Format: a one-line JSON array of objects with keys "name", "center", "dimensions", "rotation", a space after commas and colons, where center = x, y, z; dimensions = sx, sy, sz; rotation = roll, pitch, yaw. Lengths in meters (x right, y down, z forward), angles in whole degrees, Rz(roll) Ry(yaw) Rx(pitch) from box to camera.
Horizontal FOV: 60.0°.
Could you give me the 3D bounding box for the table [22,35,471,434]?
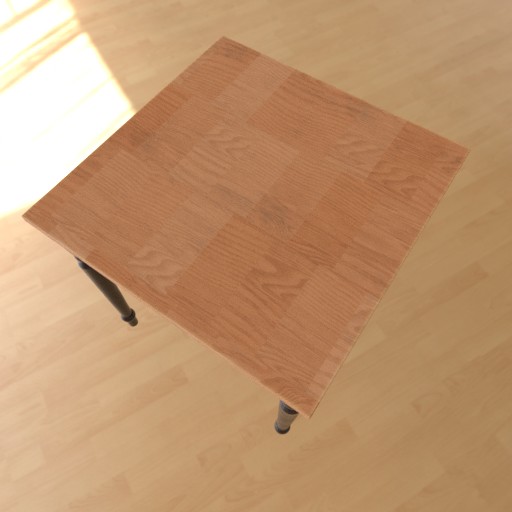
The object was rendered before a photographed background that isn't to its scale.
[{"name": "table", "center": [0.000, 0.000, 1.349], "dimensions": [0.747, 0.738, 0.747], "rotation": [31, 66, 15]}]
